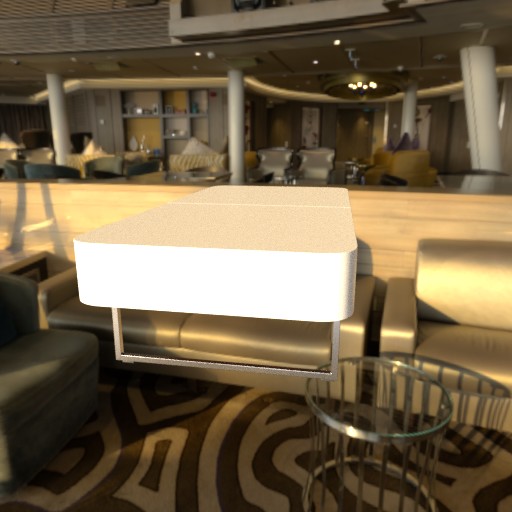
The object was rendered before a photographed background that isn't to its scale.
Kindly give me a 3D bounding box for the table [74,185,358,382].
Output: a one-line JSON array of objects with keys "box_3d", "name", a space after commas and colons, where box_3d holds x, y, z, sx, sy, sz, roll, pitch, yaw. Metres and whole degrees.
[{"box_3d": [0.000, 0.000, 1.473, 0.600, 0.340, 1.200, 3, 15, 10], "name": "table"}]
